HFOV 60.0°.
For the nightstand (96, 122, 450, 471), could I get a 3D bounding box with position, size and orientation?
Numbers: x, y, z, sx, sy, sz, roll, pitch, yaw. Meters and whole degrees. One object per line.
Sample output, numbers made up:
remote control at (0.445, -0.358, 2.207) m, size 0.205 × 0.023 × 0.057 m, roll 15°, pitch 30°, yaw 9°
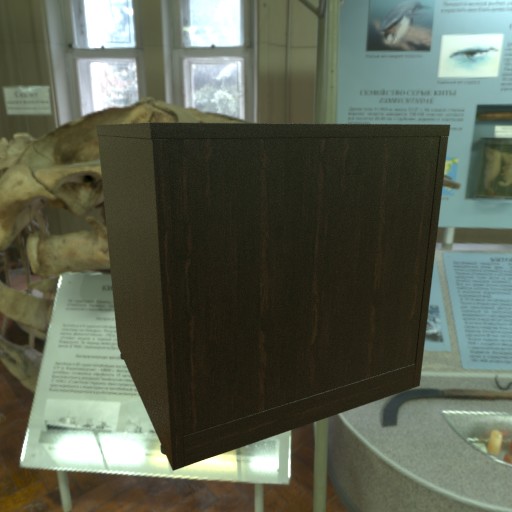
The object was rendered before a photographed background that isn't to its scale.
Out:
nightstand at (0.000, 0.000, 0.860) m, size 0.489 × 0.487 × 0.427 m, roll -8°, pitch 18°, yaw -26°
